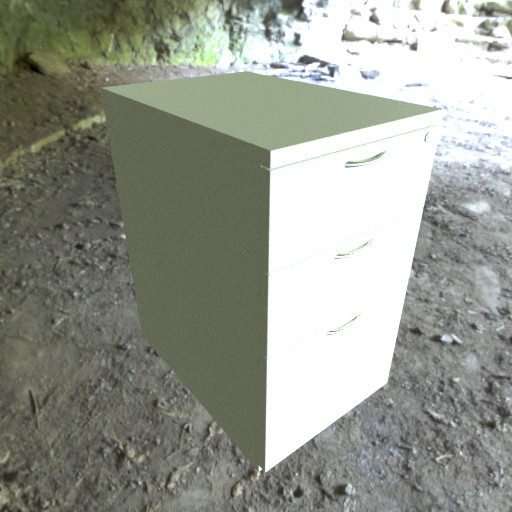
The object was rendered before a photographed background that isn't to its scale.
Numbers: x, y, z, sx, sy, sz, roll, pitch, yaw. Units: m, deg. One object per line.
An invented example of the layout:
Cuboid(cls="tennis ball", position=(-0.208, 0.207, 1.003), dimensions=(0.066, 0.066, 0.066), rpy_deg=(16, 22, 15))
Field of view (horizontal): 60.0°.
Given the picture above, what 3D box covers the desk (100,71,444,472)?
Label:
Cuboid(cls="desk", position=(0.000, 0.000, 1.066), dimensions=(0.404, 0.730, 0.600), rpy_deg=(-22, 37, -32))
